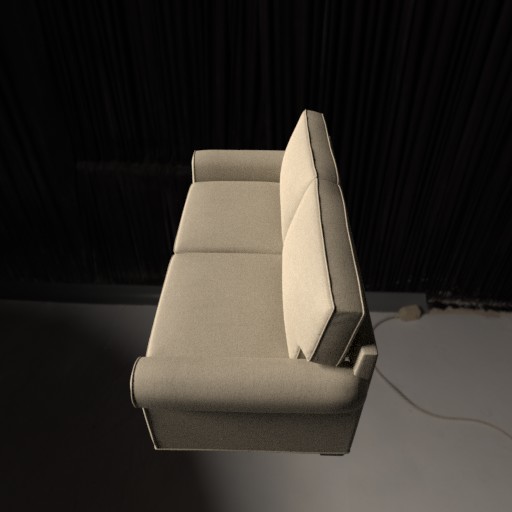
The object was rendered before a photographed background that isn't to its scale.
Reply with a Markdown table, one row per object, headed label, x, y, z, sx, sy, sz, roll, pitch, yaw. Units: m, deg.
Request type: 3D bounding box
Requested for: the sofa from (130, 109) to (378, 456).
| label | x | y | z | sx | sy | sz | roll | pitch | yaw |
| --- | --- | --- | --- | --- | --- | --- | --- | --- | --- |
| sofa | 0.000 | 0.000 | 2.257 | 0.861 | 0.933 | 1.774 | 1 | 41 | 1 |
